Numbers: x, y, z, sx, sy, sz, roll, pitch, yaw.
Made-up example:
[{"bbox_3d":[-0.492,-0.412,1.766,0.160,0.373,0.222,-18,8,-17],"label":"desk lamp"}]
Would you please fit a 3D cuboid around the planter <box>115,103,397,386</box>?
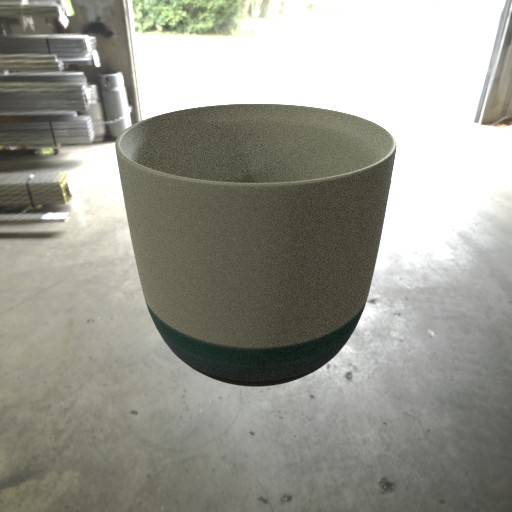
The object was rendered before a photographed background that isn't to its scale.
[{"bbox_3d":[0.000,0.000,0.386,0.204,0.214,0.204,0,31,0],"label":"planter"}]
